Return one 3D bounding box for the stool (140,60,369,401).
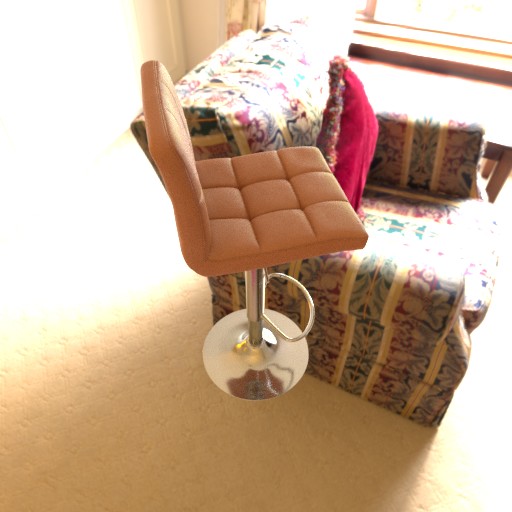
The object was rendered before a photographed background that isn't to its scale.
[{"bbox_3d":[0.000,0.000,1.385,0.505,1.115,0.430,-9,47,-9],"label":"stool"}]
